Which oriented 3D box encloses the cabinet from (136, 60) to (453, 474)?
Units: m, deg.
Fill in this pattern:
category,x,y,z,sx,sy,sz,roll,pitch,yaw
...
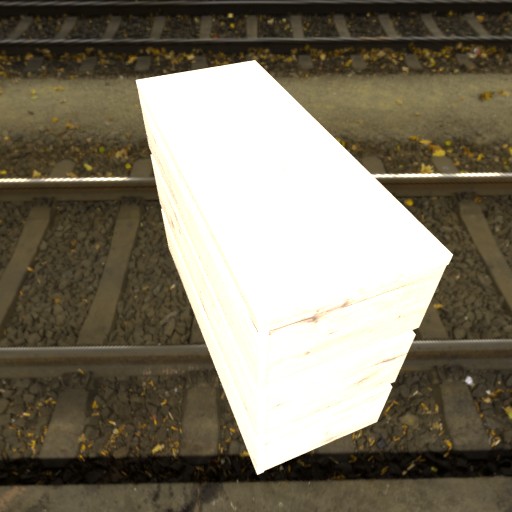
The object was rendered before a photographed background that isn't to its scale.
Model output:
category,x,y,z,sx,sy,sz,roll,pitch,yaw
cabinet,0.000,0.000,1.455,0.420,0.820,1.040,-16,48,-15
